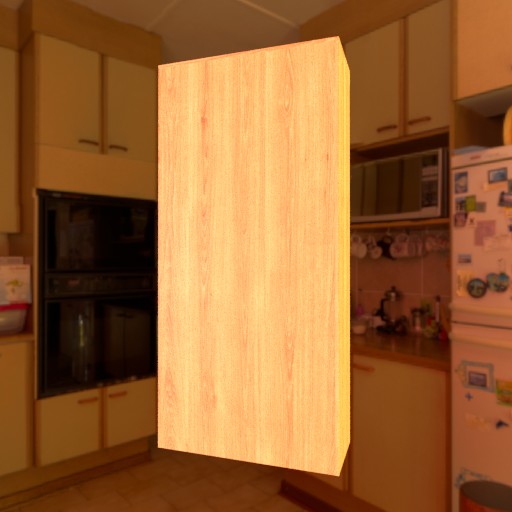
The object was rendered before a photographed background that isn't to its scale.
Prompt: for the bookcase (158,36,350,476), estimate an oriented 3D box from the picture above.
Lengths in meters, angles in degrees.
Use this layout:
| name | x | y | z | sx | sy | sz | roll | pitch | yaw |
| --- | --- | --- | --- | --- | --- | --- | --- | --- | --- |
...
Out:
| name | x | y | z | sx | sy | sz | roll | pitch | yaw |
| --- | --- | --- | --- | --- | --- | --- | --- | --- | --- |
| bookcase | 0.000 | 0.000 | 2.388 | 0.950 | 2.020 | 0.420 | 0 | 0 | 19 |
